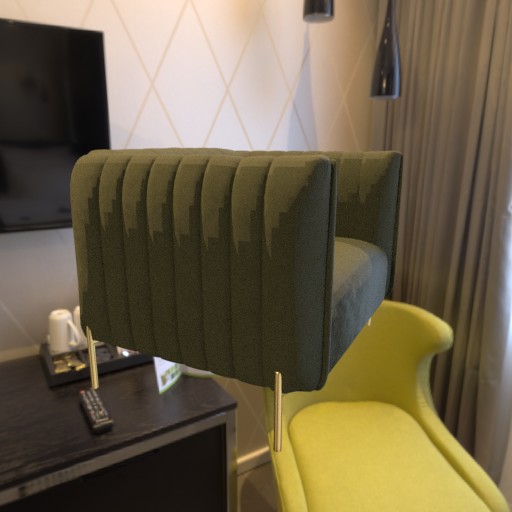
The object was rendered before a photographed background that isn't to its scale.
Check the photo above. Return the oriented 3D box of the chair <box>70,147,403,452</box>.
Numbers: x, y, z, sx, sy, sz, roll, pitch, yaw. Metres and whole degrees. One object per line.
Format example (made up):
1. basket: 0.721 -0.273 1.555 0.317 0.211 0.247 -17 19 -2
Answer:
1. chair: 0.000 0.000 1.672 0.877 0.794 1.032 7 16 27
